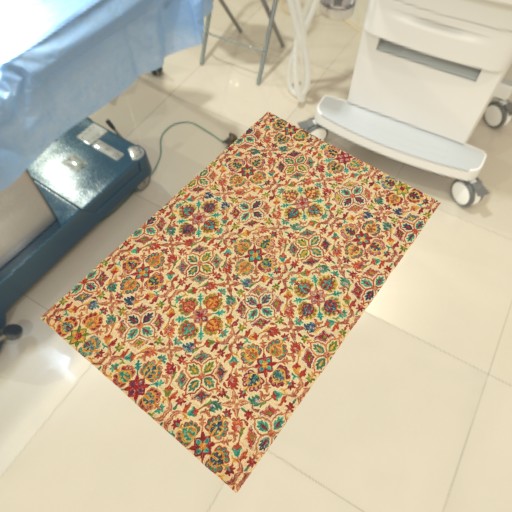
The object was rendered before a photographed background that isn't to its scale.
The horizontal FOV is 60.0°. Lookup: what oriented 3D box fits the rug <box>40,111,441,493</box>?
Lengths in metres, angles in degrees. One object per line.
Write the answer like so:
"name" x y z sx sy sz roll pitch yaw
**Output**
"rug" 0.000 0.000 2.327 1.226 0.013 1.838 34 65 18
